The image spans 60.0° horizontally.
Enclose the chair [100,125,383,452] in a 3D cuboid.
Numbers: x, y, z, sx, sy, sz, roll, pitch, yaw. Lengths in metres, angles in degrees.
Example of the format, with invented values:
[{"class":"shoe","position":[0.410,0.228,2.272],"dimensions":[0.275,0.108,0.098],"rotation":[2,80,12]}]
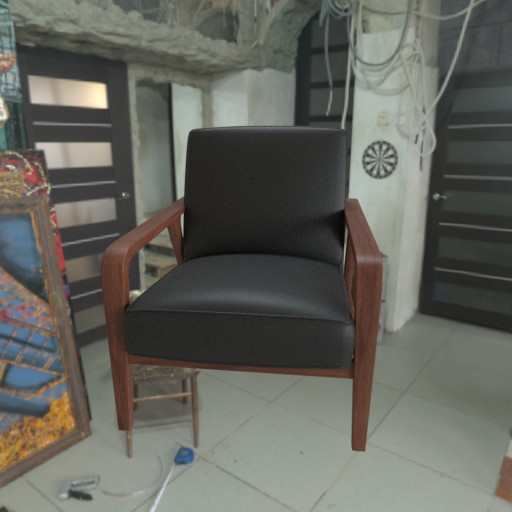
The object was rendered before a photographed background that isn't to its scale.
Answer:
[{"class":"chair","position":[0.000,0.000,1.491],"dimensions":[0.719,0.861,0.889],"rotation":[2,14,7]}]
